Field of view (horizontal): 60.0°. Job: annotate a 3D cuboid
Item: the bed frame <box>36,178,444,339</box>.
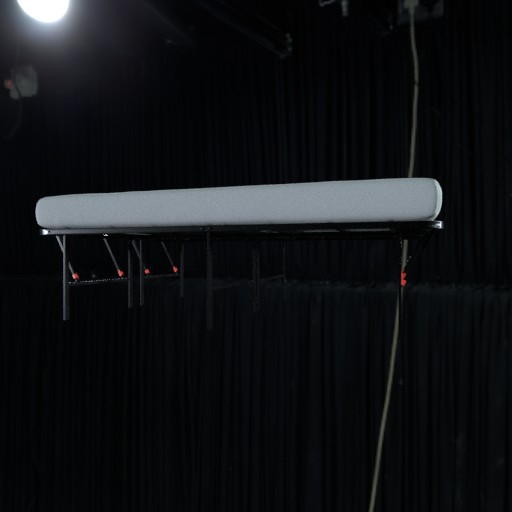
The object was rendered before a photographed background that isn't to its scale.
[{"bbox_3d":[0.000,0.000,2.557,1.905,0.637,1.372,0,0,18],"label":"bed frame"}]
